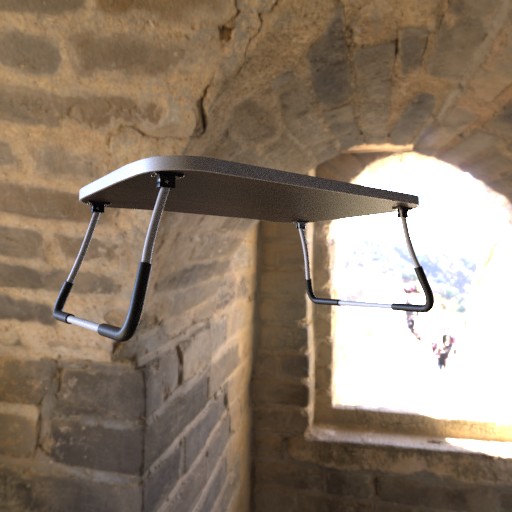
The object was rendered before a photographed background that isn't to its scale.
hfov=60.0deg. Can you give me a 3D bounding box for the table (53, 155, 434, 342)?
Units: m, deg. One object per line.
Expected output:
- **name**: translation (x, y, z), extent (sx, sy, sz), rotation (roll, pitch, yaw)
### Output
- **table**: translation (0.000, 0.000, 0.860), extent (0.660, 0.232, 0.400), rotation (2, -3, -37)
